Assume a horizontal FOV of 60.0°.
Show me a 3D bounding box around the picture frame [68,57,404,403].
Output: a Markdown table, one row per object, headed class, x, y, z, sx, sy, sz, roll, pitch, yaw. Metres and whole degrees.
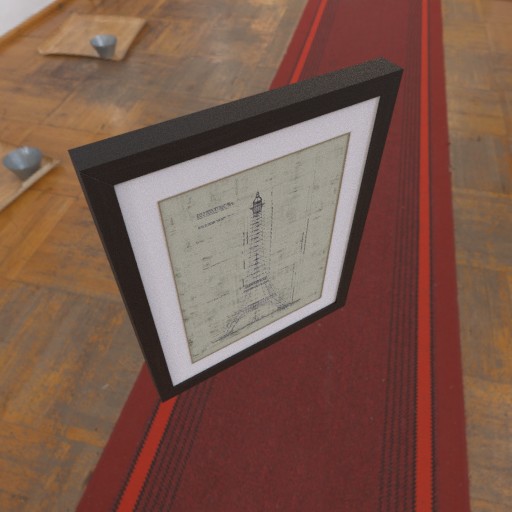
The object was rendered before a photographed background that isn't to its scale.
| class | x | y | z | sx | sy | sz | roll | pitch | yaw |
| --- | --- | --- | --- | --- | --- | --- | --- | --- | --- |
| picture frame | 0.000 | 0.000 | 0.753 | 0.452 | 0.555 | 0.044 | -24 | 52 | -20 |
